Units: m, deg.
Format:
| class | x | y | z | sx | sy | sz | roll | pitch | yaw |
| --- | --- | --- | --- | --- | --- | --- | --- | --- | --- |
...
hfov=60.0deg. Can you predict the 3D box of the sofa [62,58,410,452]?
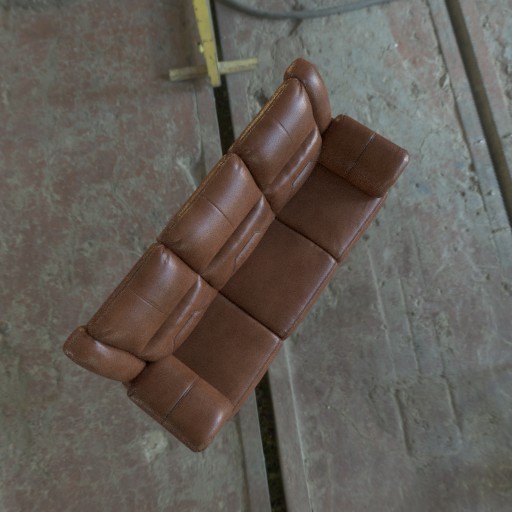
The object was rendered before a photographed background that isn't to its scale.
| class | x | y | z | sx | sy | sz | roll | pitch | yaw |
| --- | --- | --- | --- | --- | --- | --- | --- | --- | --- |
| sofa | 0.000 | 0.000 | 2.900 | 0.991 | 1.043 | 2.337 | 36 | 80 | 8 |
